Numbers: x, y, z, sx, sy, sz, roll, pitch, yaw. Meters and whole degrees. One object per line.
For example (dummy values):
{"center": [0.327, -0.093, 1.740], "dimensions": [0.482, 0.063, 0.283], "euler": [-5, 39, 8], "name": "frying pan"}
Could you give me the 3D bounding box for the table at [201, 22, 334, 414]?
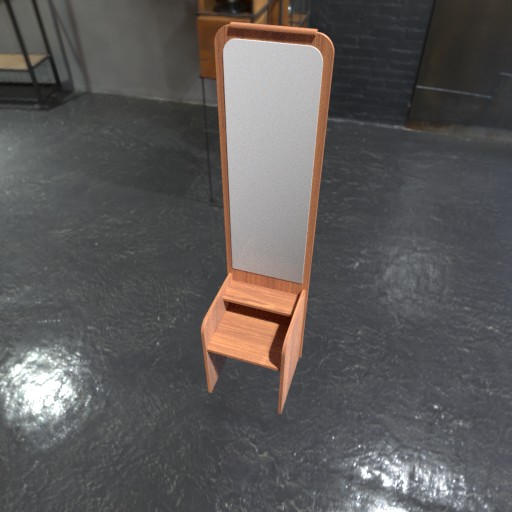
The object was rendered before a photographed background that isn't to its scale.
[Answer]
{"center": [0.000, 0.000, 2.022], "dimensions": [0.450, 1.830, 0.420], "euler": [12, 42, 14], "name": "table"}
